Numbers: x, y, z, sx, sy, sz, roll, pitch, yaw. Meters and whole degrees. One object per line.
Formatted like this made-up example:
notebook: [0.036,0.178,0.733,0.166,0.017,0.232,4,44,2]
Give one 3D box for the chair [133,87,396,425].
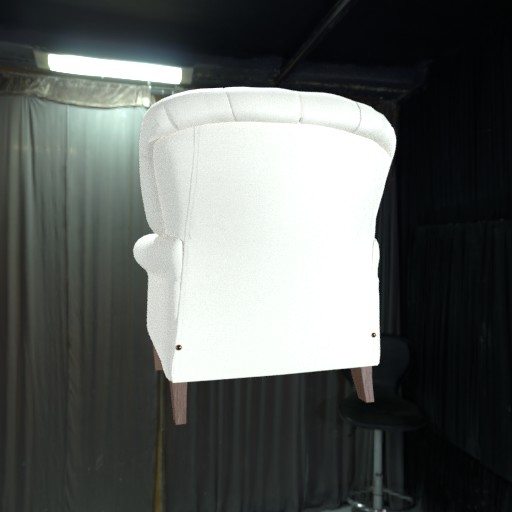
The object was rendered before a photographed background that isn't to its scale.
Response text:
chair: [0.000,0.000,1.986,1.035,1.169,1.132,0,1,-17]
